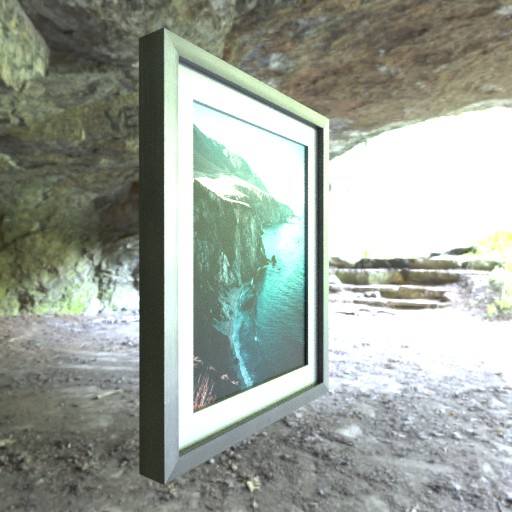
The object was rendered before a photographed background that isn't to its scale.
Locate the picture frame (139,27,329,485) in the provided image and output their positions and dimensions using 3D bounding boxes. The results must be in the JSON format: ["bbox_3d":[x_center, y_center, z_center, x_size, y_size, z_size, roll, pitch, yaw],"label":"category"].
[{"bbox_3d":[0.000,0.000,0.734,0.046,0.555,0.449,0,0,35],"label":"picture frame"}]
